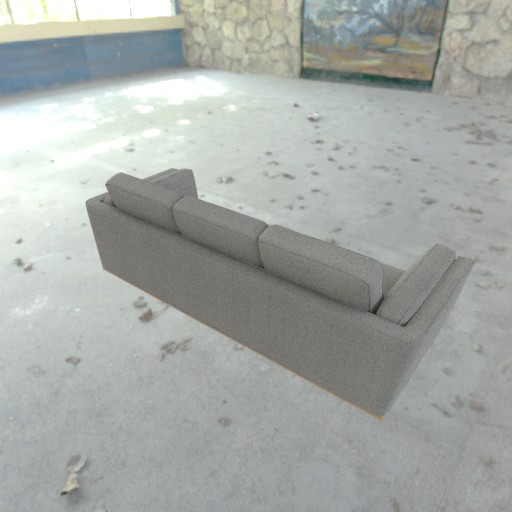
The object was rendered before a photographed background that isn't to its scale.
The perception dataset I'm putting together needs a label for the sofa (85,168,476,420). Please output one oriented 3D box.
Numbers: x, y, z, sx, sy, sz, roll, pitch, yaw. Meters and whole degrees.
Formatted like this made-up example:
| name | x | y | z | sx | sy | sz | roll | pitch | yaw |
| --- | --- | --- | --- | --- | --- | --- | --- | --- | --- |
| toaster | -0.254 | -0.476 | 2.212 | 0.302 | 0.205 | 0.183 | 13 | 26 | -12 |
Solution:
| name | x | y | z | sx | sy | sz | roll | pitch | yaw |
| --- | --- | --- | --- | --- | --- | --- | --- | --- | --- |
| sofa | 0.000 | 0.000 | 2.837 | 2.362 | 0.899 | 0.903 | 22 | 37 | 32 |
